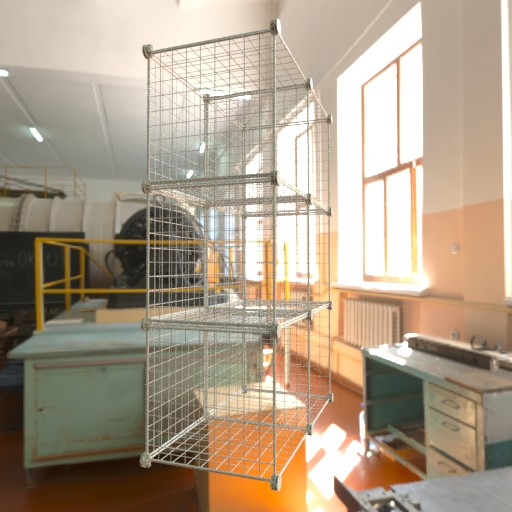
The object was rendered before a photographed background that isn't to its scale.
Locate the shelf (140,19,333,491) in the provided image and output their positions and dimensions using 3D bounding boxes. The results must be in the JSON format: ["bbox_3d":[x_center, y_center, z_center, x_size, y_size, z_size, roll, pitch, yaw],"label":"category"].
[{"bbox_3d":[0.000,0.000,1.382,0.356,1.067,0.711,0,-1,20],"label":"shelf"}]
